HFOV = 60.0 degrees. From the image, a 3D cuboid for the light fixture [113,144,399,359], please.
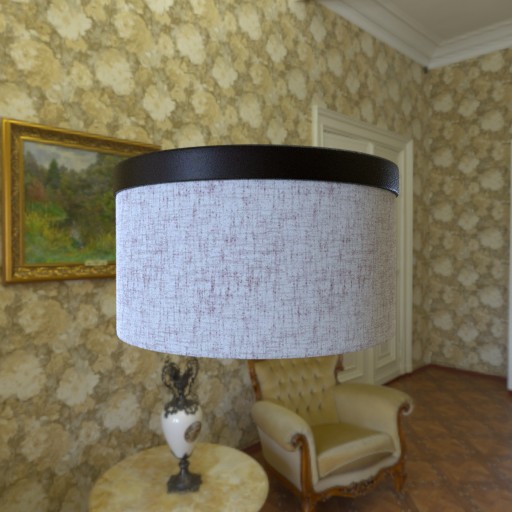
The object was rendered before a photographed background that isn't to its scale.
[{"bbox_3d":[0.000,0.000,0.635,0.389,0.229,0.389,0,1,0],"label":"light fixture"}]
